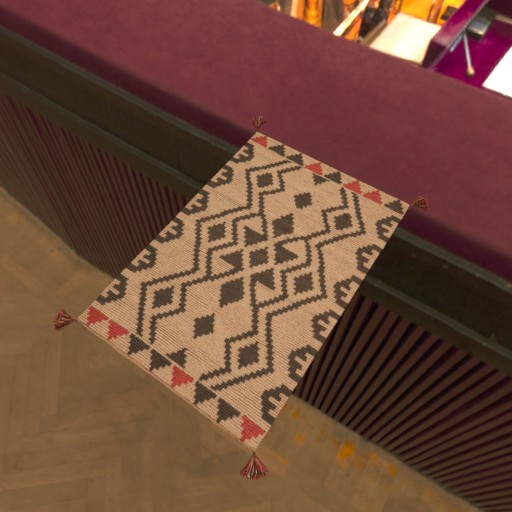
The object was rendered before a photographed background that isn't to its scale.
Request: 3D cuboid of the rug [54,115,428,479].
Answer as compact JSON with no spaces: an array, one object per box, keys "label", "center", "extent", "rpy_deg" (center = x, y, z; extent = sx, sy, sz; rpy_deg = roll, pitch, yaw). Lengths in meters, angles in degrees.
[{"label":"rug","center":[0.000,0.000,2.702],"extent":[1.444,0.067,2.069],"rpy_deg":[30,63,17]}]
